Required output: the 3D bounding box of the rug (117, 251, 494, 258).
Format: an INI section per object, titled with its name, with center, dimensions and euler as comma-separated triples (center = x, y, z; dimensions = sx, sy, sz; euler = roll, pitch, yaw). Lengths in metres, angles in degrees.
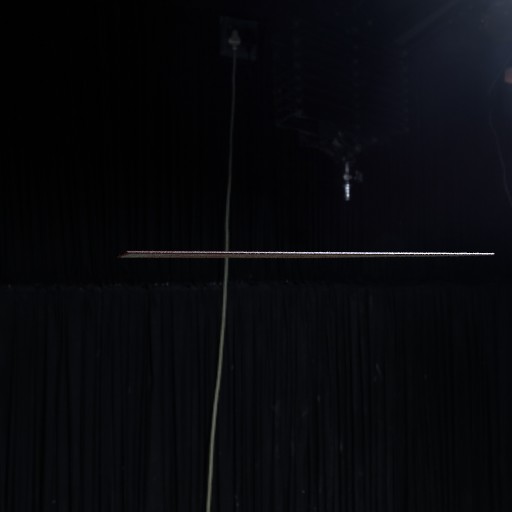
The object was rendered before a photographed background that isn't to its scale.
[rug]
center = 0.000, 0.000, 4.059
dimensions = 2.387, 0.013, 3.053
euler = 0, -1, -18
